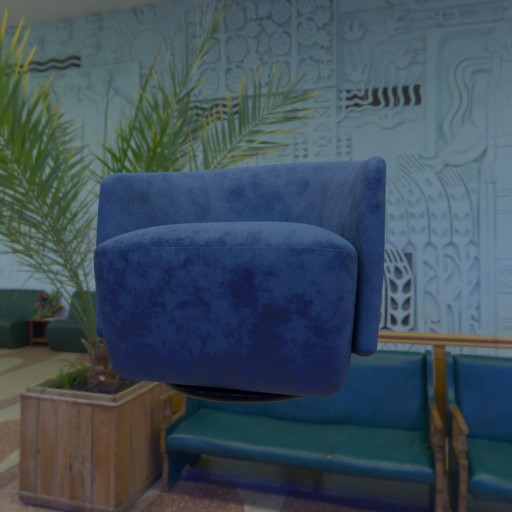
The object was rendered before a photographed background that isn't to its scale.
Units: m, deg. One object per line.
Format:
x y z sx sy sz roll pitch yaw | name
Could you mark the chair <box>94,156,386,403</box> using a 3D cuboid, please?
0.000 0.000 1.359 0.773 0.698 0.767 0 0 17 | chair
